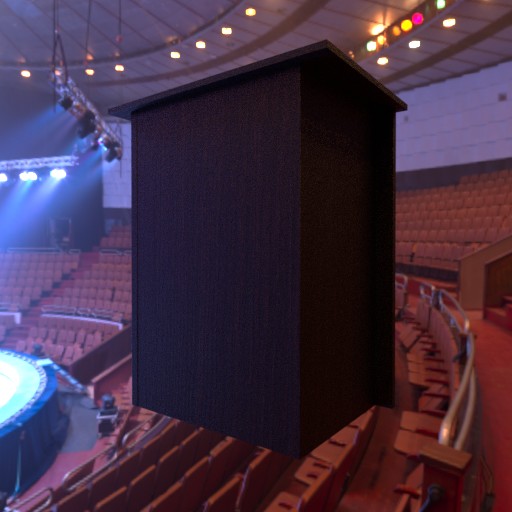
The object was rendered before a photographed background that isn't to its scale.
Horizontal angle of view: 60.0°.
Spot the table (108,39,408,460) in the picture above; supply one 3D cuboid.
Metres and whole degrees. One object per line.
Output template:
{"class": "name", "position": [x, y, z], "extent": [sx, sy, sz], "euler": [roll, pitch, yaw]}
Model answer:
{"class": "table", "position": [0.000, 0.000, 1.062], "extent": [0.591, 0.711, 0.406], "euler": [1, 1, 37]}
